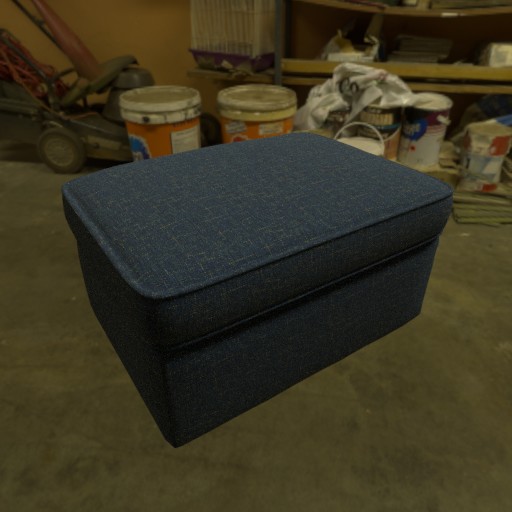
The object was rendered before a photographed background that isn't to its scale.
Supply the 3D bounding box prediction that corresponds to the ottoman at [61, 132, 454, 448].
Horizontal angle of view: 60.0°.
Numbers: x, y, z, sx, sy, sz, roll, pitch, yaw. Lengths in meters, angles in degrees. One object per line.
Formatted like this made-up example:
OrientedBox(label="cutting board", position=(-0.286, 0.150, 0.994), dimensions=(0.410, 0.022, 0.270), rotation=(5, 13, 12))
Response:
OrientedBox(label="ottoman", position=(0.000, 0.000, 1.079), dimensions=(0.749, 0.450, 0.549), rotation=(-20, 37, -28))
